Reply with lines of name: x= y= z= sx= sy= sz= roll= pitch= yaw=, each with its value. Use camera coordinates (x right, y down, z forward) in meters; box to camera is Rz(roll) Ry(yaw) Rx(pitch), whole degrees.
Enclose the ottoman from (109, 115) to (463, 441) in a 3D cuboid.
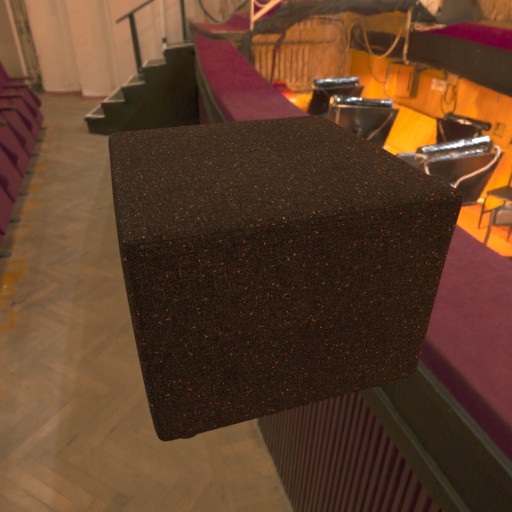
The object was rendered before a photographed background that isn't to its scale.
ottoman: x=0.000 y=0.000 z=0.889 sx=0.508 sy=0.432 sz=0.508 roll=-10 pitch=33 yaw=-15
